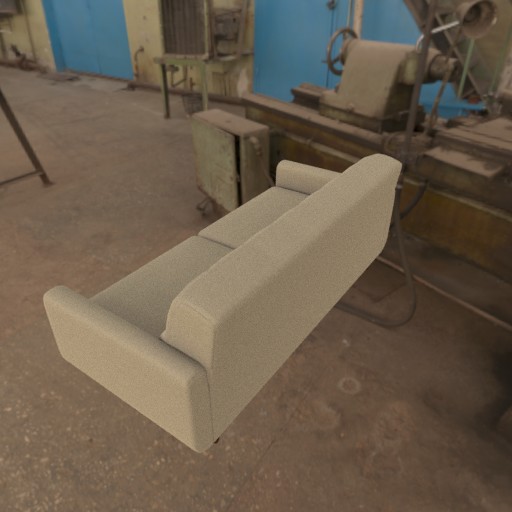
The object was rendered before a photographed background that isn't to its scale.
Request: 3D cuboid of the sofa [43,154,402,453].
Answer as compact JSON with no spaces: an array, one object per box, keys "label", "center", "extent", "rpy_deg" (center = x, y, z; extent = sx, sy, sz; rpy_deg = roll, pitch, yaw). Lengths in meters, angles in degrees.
[{"label":"sofa","center":[0.000,0.000,2.649],"extent":[0.980,0.892,2.137],"rpy_deg":[21,39,29]}]
